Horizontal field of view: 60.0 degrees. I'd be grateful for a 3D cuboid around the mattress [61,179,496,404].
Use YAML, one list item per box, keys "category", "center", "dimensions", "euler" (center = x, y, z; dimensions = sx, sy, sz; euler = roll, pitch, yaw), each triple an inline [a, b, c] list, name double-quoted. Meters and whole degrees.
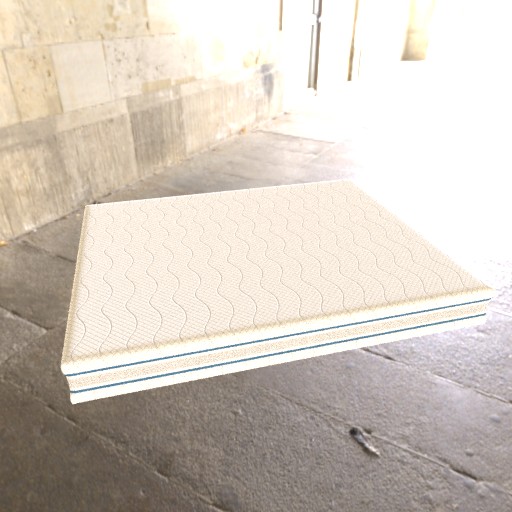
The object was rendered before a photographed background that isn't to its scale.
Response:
- category: "mattress"
  center: [0.000, 0.000, 2.653]
  dimensions: [2.000, 0.230, 1.600]
  euler: [-8, 31, -13]
